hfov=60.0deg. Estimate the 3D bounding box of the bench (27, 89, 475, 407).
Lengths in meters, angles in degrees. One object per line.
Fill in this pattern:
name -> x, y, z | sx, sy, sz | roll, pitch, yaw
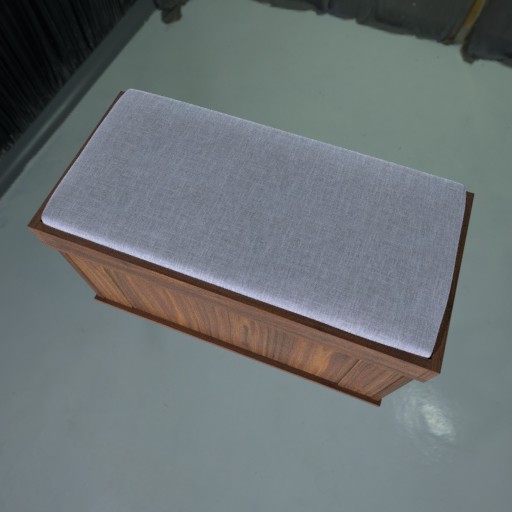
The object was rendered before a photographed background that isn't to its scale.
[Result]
bench -> 0.000, 0.000, 0.985 | 0.734, 0.461, 0.362 | 19, 65, 9
